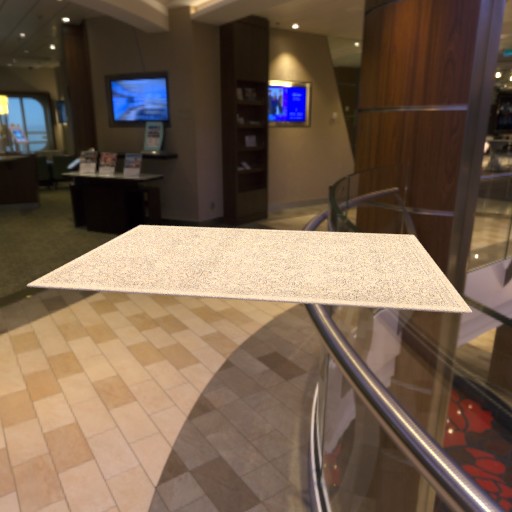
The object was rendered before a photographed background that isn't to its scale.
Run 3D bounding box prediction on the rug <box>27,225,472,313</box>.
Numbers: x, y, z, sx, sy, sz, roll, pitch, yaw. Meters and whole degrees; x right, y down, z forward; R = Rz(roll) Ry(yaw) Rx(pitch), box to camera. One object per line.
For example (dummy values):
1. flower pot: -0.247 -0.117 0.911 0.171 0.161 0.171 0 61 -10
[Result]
1. rug: 0.000 0.000 2.362 1.829 0.010 1.219 3 17 9
